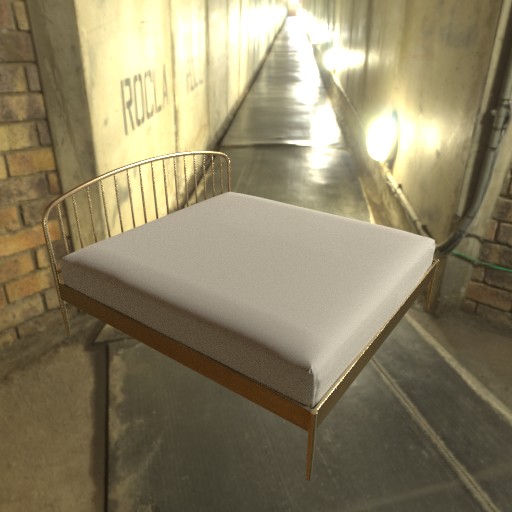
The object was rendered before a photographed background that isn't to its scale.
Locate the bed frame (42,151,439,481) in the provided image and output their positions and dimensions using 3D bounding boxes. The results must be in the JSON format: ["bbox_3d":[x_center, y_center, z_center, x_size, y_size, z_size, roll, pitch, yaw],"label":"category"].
[{"bbox_3d":[0.000,0.000,3.312,2.152,1.174,2.016,18,31,32],"label":"bed frame"}]
